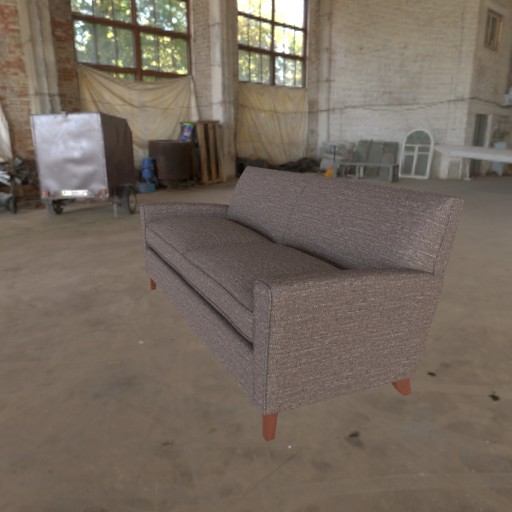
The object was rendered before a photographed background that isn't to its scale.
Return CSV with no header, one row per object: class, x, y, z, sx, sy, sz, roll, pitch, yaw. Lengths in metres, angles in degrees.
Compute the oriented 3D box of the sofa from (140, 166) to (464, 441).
sofa,0.000,0.000,2.459,0.875,0.846,1.976,-7,17,-25
